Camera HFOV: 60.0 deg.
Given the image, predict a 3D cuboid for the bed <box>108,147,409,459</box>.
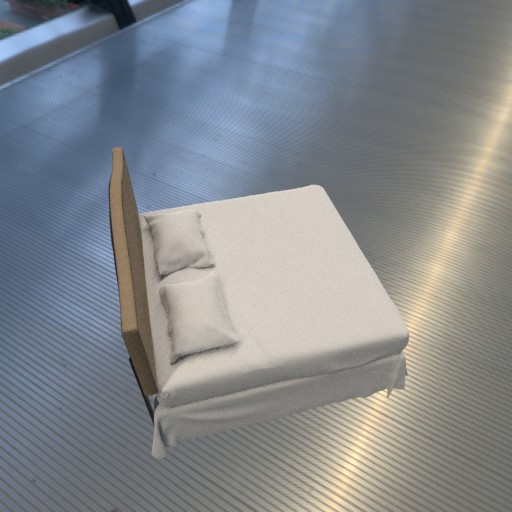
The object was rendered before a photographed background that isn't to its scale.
[{"bbox_3d":[0.000,0.000,3.782,2.222,1.651,2.311,-10,46,-10],"label":"bed"}]
